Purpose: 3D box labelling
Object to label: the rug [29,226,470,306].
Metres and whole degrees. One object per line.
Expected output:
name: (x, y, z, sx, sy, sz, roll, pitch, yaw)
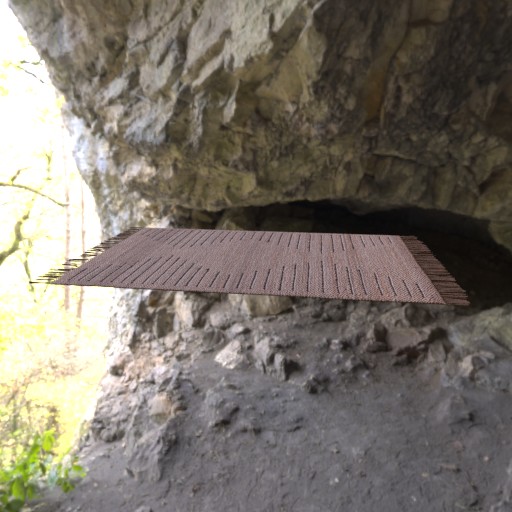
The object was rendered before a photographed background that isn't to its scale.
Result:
rug: (0.000, 0.000, 2.597, 2.085, 0.027, 1.224, 2, 17, 8)
